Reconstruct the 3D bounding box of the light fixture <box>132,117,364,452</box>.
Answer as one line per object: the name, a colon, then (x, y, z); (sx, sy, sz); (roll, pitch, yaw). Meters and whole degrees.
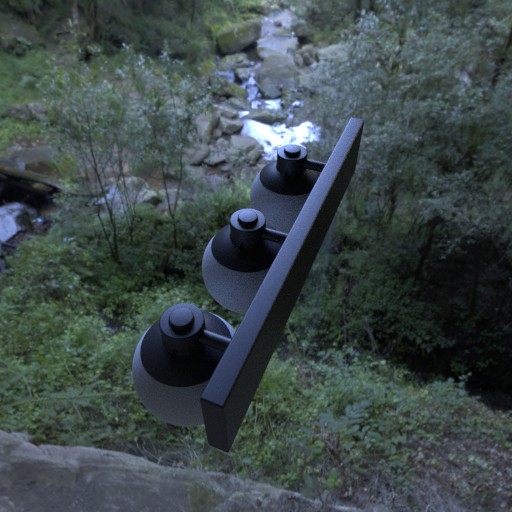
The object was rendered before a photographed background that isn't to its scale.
light fixture: (0.000, 0.000, 0.859); (0.218, 0.263, 0.721); (16, 47, 16)
